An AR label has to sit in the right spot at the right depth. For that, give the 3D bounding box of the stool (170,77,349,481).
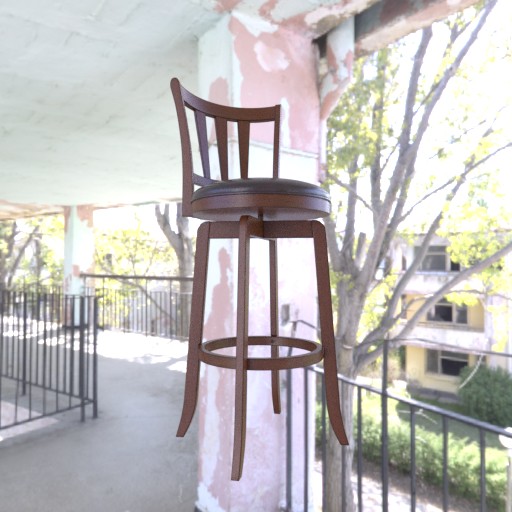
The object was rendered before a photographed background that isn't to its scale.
[{"bbox_3d":[0.000,0.000,1.449,0.464,1.177,0.503,1,-1,-34],"label":"stool"}]
